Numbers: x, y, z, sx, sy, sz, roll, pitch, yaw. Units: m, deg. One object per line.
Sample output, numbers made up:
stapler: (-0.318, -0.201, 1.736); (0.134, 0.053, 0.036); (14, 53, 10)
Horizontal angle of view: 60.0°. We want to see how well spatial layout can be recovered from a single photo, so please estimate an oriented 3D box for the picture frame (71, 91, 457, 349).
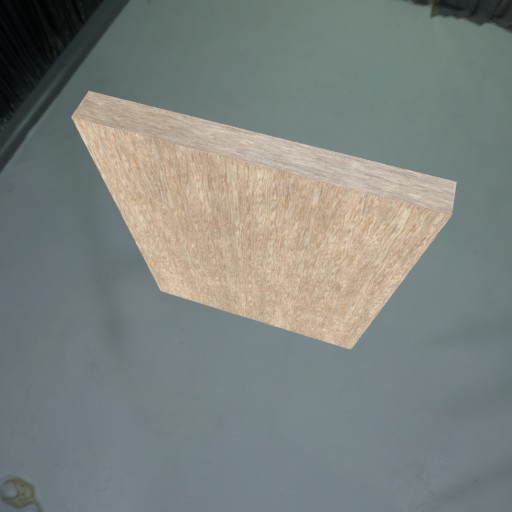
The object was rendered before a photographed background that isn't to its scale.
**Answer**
picture frame: (0.000, 0.000, 0.716); (0.424, 0.526, 0.043); (16, 65, 8)
